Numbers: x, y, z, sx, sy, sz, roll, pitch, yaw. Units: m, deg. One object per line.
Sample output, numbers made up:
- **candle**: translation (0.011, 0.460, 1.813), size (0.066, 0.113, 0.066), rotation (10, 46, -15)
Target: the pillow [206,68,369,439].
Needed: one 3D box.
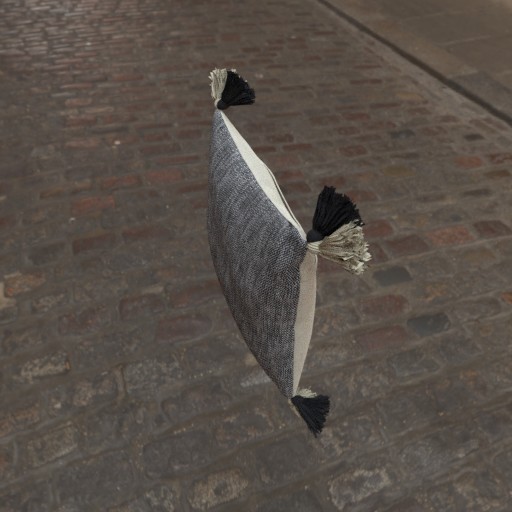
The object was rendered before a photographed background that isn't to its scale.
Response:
- **pillow**: translation (0.000, 0.000, 0.995), size (0.170, 0.659, 0.654), rotation (-15, 47, -14)
